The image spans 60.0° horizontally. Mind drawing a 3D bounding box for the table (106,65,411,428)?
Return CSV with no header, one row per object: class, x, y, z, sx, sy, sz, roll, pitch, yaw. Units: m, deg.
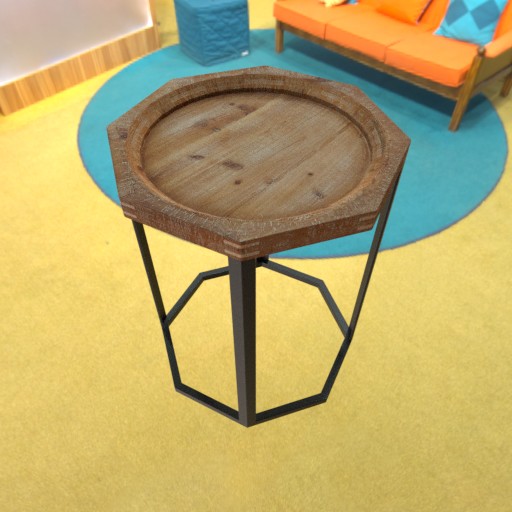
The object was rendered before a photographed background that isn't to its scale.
table,0.000,0.000,0.863,0.458,0.543,0.458,3,47,3
